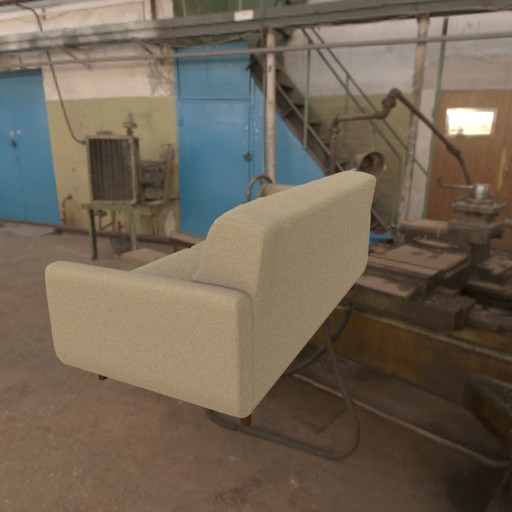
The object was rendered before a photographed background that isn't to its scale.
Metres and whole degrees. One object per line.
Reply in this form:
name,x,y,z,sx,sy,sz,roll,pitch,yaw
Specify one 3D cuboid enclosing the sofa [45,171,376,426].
sofa,0.000,0.000,2.615,0.980,0.892,2.137,8,18,25
